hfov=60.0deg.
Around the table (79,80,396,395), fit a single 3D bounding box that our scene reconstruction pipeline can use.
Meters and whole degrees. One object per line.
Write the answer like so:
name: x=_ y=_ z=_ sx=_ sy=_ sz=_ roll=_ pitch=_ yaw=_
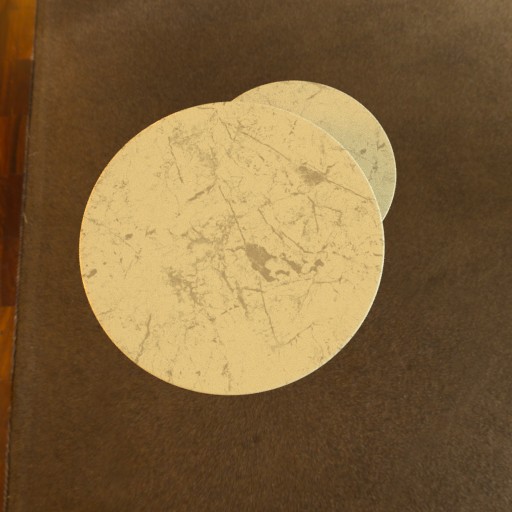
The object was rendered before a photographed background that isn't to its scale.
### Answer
table: x=0.000 y=0.000 z=0.860 sx=0.400 sy=0.550 sz=0.507 roll=35 pitch=78 yaw=8
